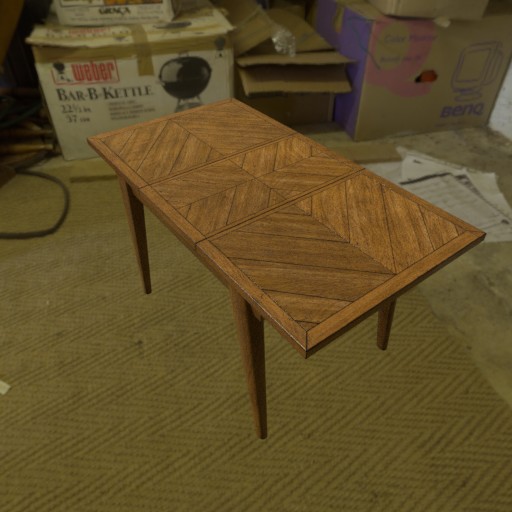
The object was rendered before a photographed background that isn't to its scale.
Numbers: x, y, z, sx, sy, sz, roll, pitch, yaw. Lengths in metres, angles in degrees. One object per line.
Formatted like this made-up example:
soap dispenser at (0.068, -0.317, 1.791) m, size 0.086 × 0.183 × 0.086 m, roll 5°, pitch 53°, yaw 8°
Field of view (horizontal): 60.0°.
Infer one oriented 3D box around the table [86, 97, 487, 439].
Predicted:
table at (0.000, 0.000, 1.887) m, size 0.757 × 0.760 × 1.400 m, roll -26°, pitch 47°, yaw -27°
